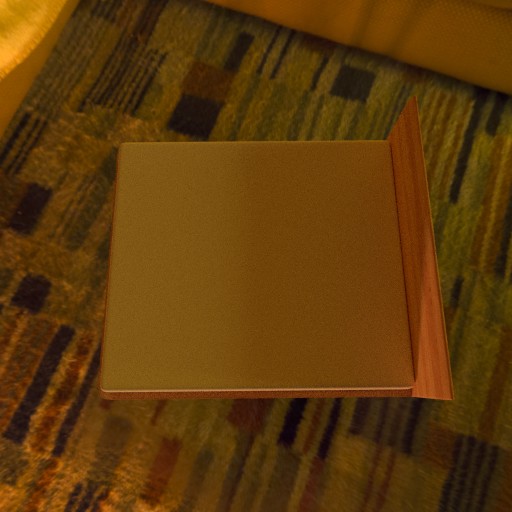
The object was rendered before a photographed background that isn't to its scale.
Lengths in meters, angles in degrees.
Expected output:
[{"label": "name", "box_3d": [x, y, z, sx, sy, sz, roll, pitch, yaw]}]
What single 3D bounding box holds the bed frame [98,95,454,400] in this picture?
[{"label": "bed frame", "box_3d": [0.000, 0.000, 3.054, 2.092, 0.940, 1.872, -1, 74, 0]}]
